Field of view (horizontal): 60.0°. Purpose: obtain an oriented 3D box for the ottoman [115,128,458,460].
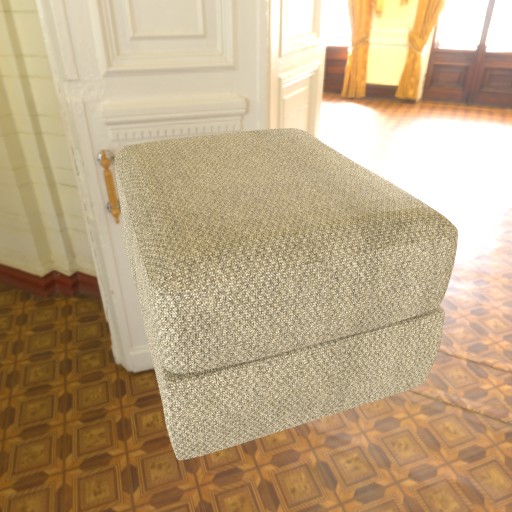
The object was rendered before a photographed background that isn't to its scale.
[{"bbox_3d":[0.000,0.000,1.122,0.603,0.476,0.751,-11,33,-17],"label":"ottoman"}]
